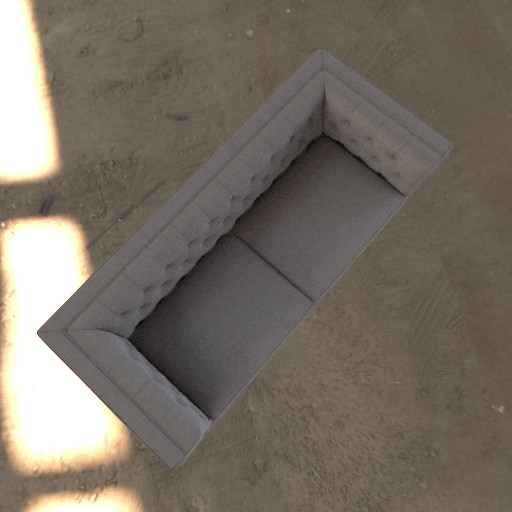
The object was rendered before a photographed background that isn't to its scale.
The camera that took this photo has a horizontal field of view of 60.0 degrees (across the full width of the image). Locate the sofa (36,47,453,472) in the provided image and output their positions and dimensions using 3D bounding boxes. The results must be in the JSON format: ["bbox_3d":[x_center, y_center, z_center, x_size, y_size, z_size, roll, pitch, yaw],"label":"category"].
[{"bbox_3d":[0.000,0.000,2.210,0.775,0.762,1.778,41,79,9],"label":"sofa"}]
